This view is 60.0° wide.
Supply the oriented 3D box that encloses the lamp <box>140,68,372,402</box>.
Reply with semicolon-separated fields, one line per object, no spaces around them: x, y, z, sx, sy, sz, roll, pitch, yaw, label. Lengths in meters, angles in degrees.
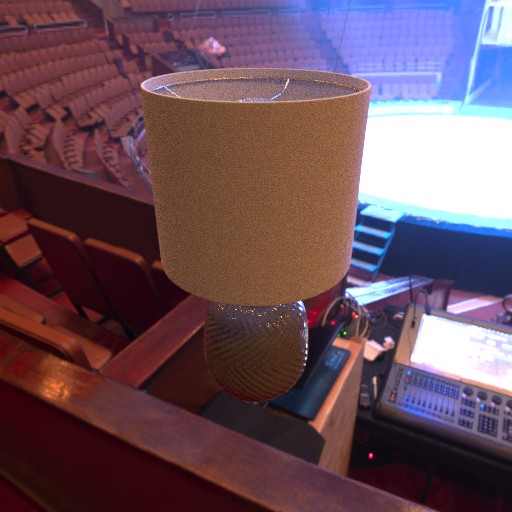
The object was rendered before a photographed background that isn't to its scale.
0.000;0.000;0.495;0.207;0.366;0.207;11;31;19;lamp
